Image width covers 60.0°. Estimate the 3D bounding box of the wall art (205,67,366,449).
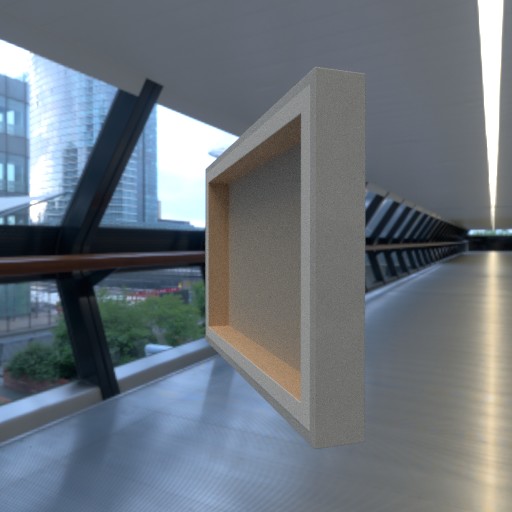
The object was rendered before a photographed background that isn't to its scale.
[{"bbox_3d":[0.000,0.000,0.481,0.038,0.254,0.381,0,1,-17],"label":"wall art"}]
